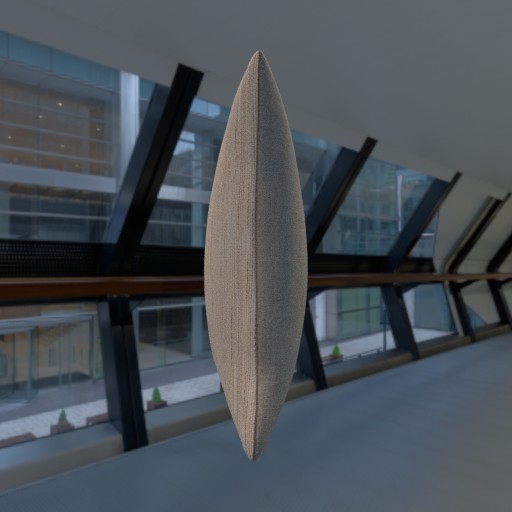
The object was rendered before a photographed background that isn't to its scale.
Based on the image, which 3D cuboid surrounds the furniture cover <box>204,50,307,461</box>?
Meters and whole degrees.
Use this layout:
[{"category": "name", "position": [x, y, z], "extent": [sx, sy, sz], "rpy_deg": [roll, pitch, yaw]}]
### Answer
[{"category": "furniture cover", "position": [0.000, 0.000, 0.792], "extent": [0.178, 0.506, 0.512], "rpy_deg": [0, -1, 0]}]
